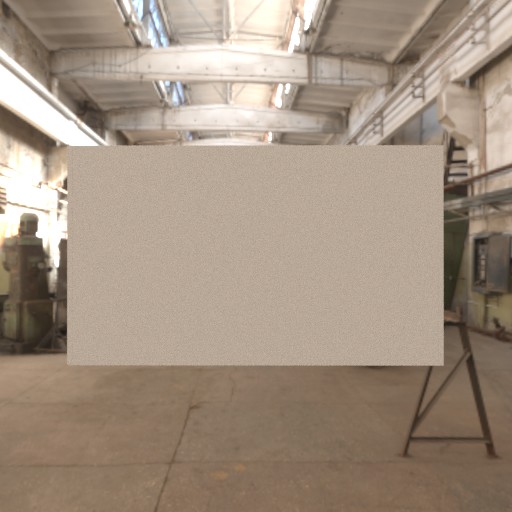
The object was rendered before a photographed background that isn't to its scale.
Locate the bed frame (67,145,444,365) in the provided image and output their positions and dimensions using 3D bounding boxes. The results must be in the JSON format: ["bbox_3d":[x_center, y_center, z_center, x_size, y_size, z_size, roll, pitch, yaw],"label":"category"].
[{"bbox_3d":[0.000,0.000,3.064,1.711,1.001,2.100,0,0,0],"label":"bed frame"}]
